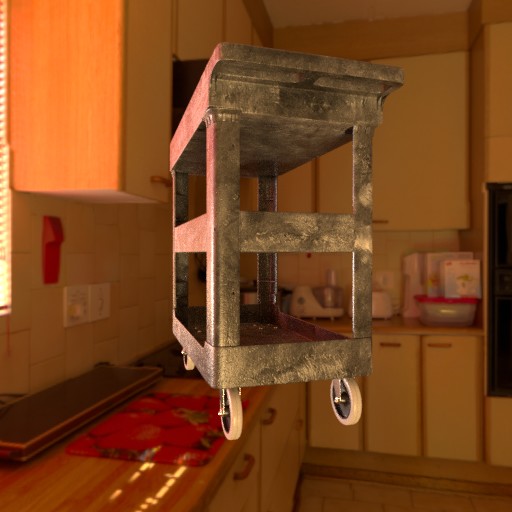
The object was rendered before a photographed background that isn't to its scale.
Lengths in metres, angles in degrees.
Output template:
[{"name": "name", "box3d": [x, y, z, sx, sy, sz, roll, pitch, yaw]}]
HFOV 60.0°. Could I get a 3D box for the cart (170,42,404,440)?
[{"name": "cart", "box3d": [0.000, 0.000, 1.319, 0.420, 0.824, 0.877, 0, 0, -17]}]
